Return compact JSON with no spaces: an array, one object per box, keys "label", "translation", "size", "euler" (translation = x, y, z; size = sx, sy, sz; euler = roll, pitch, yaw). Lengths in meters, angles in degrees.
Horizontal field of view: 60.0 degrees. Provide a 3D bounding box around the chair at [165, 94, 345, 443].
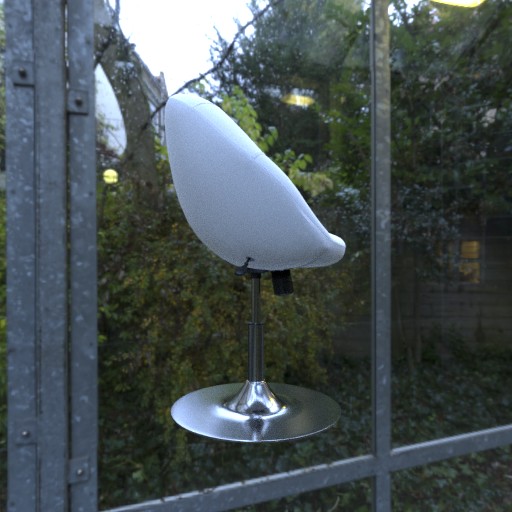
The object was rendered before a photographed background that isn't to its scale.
[{"label":"chair","translation":[0.000,0.000,1.853],"size":[0.736,1.261,0.940],"euler":[0,0,-2]}]
